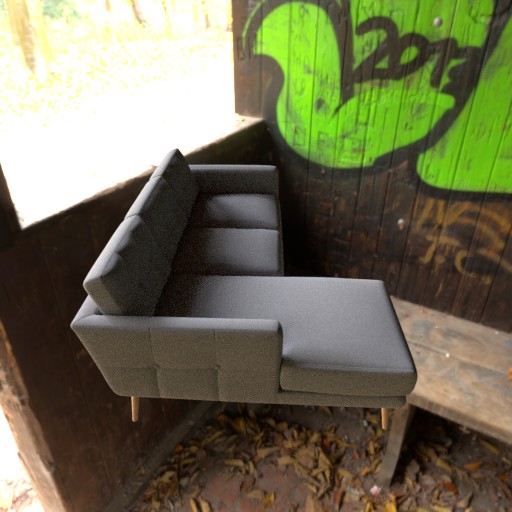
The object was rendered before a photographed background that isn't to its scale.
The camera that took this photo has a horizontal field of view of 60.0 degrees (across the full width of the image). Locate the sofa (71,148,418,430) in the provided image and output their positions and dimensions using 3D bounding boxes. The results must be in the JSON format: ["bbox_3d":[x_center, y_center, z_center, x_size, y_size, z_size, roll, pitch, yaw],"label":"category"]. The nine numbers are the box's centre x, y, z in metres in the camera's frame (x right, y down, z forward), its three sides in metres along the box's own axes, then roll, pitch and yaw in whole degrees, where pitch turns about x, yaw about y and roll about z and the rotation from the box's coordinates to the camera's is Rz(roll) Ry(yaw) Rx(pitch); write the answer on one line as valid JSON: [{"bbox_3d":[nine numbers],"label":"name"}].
[{"bbox_3d":[0.000,0.000,2.837,1.530,0.860,2.040,1,32,2],"label":"sofa"}]
